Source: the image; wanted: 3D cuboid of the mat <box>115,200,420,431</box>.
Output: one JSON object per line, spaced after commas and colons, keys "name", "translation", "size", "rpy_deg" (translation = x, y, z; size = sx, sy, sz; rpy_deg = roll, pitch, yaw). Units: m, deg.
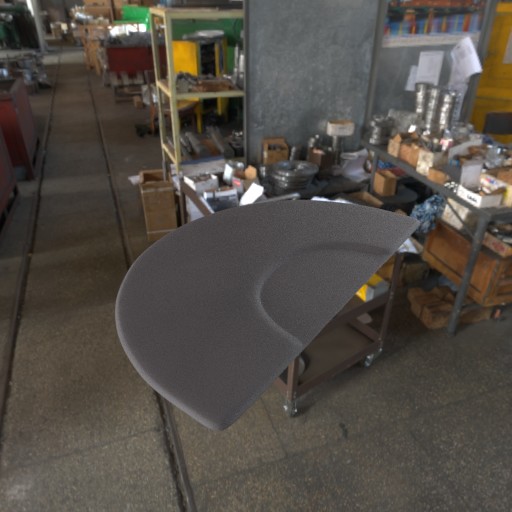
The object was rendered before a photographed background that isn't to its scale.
{"name": "mat", "translation": [0.000, 0.000, 1.883], "size": [0.917, 0.022, 1.525], "rpy_deg": [21, 37, 31]}
